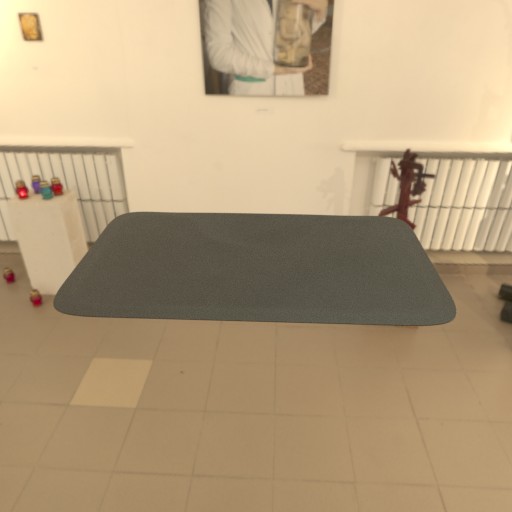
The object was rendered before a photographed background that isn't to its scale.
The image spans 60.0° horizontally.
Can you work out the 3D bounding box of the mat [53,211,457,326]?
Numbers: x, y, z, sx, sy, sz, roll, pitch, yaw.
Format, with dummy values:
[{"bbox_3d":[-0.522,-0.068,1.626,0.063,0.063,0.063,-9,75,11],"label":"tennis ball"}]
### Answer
[{"bbox_3d":[0.000,0.000,1.959,1.524,0.013,0.918,1,30,2],"label":"mat"}]
